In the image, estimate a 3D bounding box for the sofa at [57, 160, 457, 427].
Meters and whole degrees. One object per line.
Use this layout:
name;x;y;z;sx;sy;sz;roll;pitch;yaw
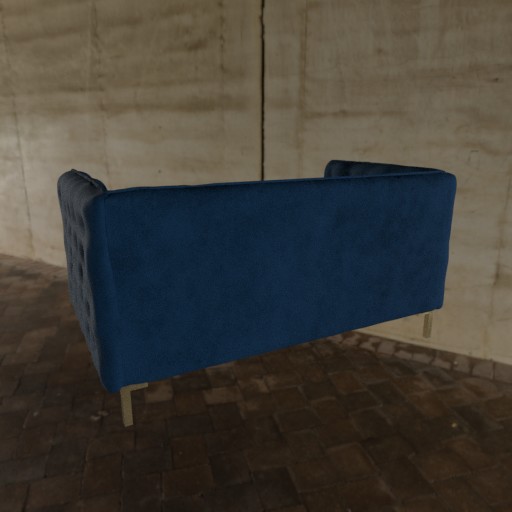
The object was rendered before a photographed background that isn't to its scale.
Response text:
sofa;0.000;0.000;2.062;1.583;0.810;0.909;-8;17;-27
